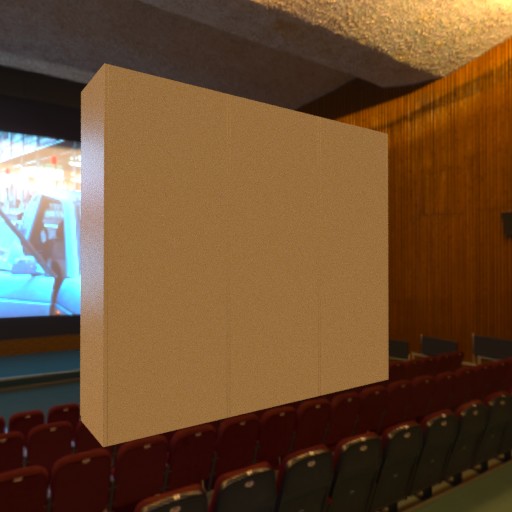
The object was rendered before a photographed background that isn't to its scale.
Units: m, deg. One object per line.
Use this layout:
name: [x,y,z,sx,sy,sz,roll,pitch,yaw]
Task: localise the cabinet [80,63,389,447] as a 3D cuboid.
cabinet: [0.000,0.000,3.749,2.700,2.370,0.590,0,-1,-35]
